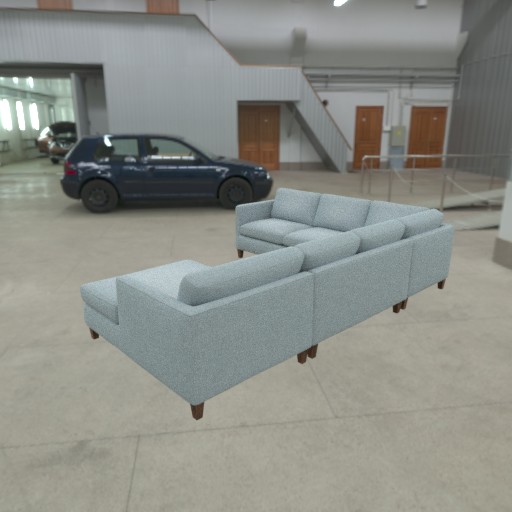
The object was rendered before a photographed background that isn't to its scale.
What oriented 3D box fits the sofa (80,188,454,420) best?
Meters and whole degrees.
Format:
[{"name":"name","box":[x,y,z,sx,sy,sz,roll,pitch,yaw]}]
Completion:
[{"name":"sofa","box":[0.000,0.000,4.480,3.403,0.889,2.551,-15,22,-41]}]
